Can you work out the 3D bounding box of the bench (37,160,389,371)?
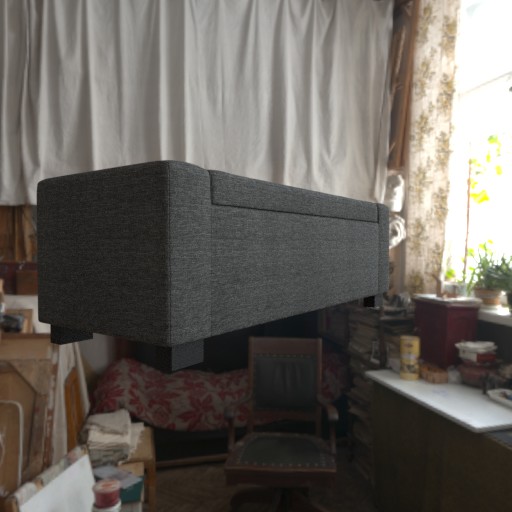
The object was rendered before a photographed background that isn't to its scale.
[{"bbox_3d":[0.000,0.000,1.546,0.508,0.445,1.296,1,2,36],"label":"bench"}]
